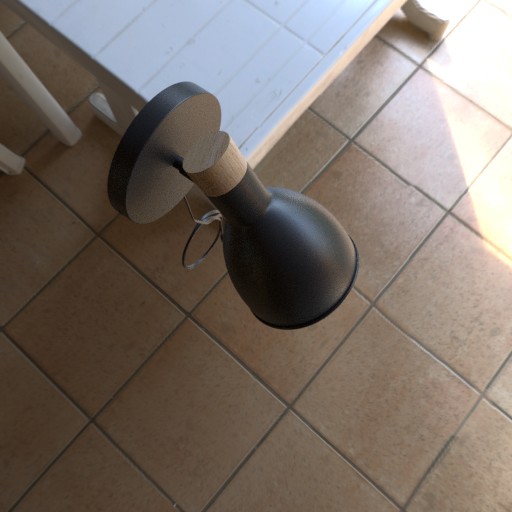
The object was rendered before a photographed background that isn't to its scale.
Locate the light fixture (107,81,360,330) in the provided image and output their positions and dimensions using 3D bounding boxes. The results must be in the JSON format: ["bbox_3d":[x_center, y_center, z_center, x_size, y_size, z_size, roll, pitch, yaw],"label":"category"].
[{"bbox_3d":[0.000,0.000,0.492,0.203,0.401,0.127,34,78,9],"label":"light fixture"}]
